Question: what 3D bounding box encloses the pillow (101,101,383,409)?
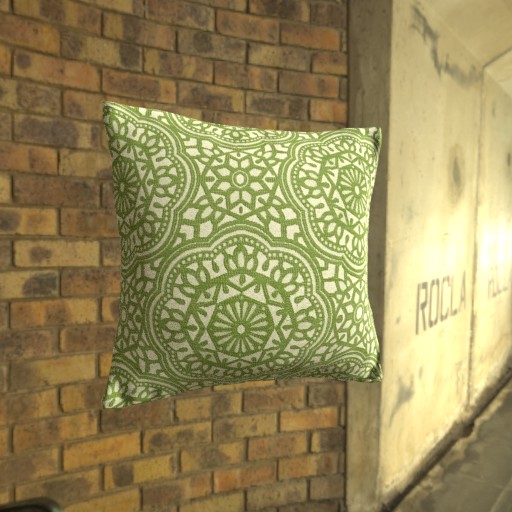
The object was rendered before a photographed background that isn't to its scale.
[{"bbox_3d":[0.000,0.000,0.665,0.440,0.419,0.162,0,1,-18],"label":"pillow"}]
